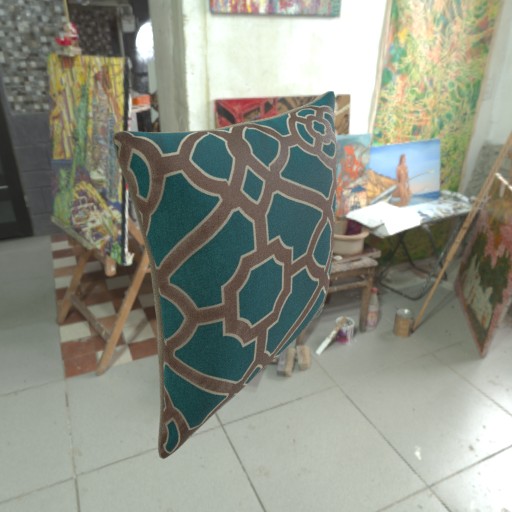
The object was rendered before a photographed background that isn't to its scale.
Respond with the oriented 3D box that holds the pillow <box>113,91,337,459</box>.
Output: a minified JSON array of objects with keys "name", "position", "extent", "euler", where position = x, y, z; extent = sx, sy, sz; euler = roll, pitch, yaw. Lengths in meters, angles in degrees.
[{"name":"pillow","position":[0.000,0.000,0.782],"extent":[0.166,0.507,0.526],"euler":[18,31,32]}]
